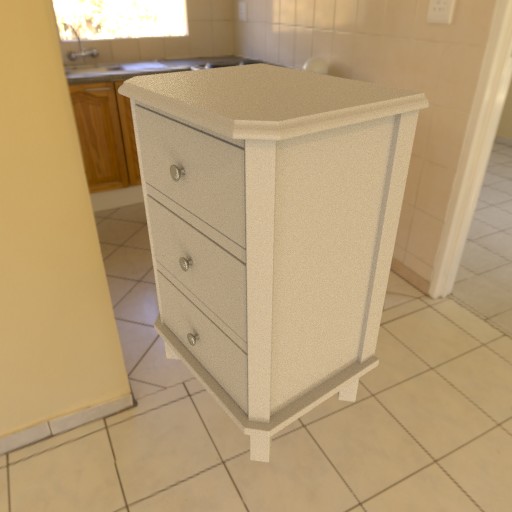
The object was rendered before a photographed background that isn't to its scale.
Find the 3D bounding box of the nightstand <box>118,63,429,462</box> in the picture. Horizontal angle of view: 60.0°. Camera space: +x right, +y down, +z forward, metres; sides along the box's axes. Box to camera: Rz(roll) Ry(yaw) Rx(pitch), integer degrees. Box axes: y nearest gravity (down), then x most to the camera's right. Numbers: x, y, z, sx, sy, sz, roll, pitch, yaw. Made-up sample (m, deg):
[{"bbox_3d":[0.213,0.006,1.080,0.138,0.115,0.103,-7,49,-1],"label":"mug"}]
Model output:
[{"bbox_3d":[0.000,0.000,0.933,0.350,0.680,0.450,-21,37,-31],"label":"nightstand"}]
